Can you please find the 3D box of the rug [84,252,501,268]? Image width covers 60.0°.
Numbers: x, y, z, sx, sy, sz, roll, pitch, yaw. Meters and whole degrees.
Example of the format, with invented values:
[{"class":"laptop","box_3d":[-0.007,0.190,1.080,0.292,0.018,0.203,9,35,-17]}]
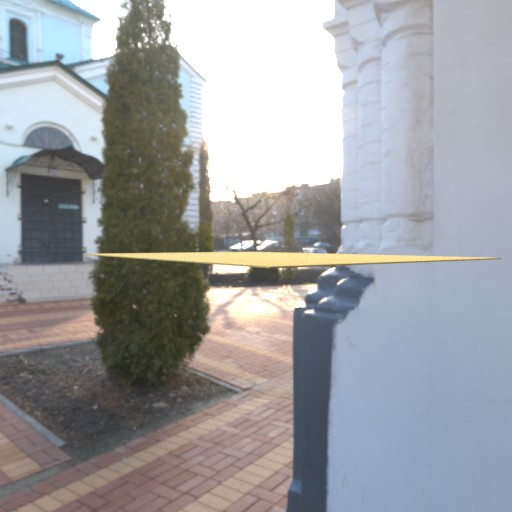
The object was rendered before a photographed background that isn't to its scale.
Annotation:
[{"class":"rug","box_3d":[0.000,0.000,2.811,1.524,0.006,2.286,-1,2,-36]}]
